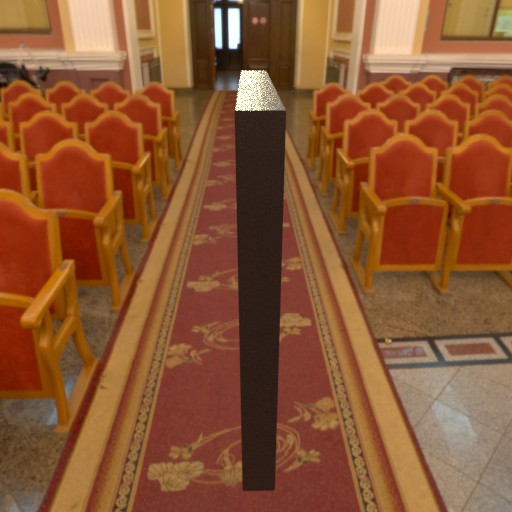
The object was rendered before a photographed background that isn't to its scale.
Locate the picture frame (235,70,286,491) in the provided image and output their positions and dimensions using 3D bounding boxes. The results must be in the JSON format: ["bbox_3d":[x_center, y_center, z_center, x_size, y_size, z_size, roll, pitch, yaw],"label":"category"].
[{"bbox_3d":[0.000,0.000,0.519,0.034,0.378,0.328,0,27,-1],"label":"picture frame"}]
